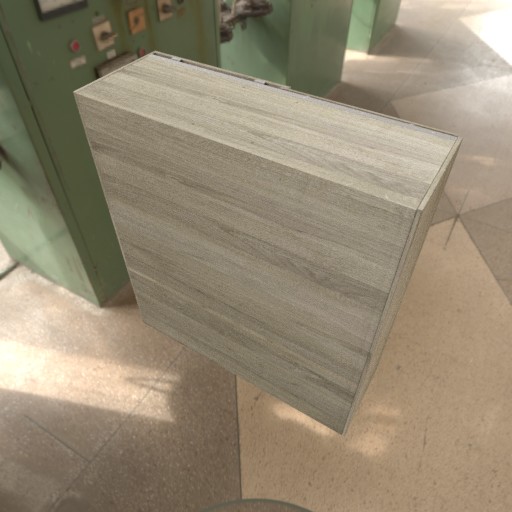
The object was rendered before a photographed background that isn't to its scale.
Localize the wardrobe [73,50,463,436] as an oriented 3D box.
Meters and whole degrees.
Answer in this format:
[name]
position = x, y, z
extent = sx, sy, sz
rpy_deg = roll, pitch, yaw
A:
[wardrobe]
position = 0.000, 0.000, 2.785
extent = 1.780, 1.960, 0.629
rpy_deg = 24, 50, 22
